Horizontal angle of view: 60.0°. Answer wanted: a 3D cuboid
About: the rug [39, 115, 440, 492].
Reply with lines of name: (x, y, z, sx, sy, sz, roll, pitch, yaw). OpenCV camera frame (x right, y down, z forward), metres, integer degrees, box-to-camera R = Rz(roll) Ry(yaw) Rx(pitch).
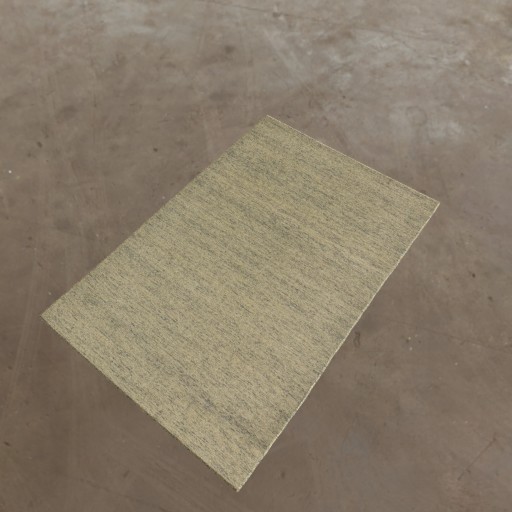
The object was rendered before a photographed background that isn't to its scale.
rug: (0.000, 0.000, 2.329, 1.243, 0.014, 1.846, 33, 63, 19)
